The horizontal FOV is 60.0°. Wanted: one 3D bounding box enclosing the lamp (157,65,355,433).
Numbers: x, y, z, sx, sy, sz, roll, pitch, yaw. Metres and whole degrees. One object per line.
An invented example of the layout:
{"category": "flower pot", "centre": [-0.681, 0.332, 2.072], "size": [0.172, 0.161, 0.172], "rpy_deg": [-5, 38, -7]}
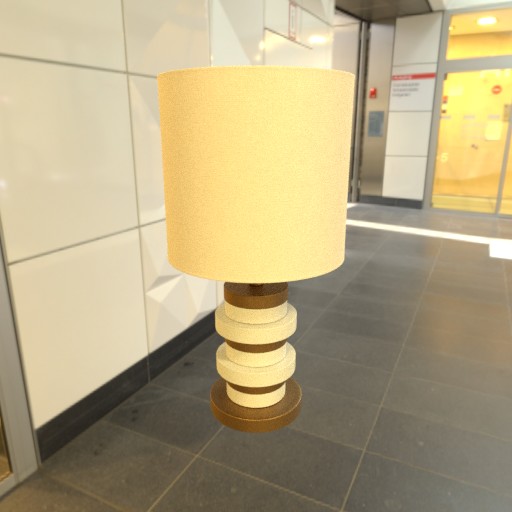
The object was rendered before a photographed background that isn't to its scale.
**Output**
{"category": "lamp", "centre": [0.000, 0.000, 0.536], "size": [0.210, 0.410, 0.210], "rpy_deg": [2, 16, 7]}
